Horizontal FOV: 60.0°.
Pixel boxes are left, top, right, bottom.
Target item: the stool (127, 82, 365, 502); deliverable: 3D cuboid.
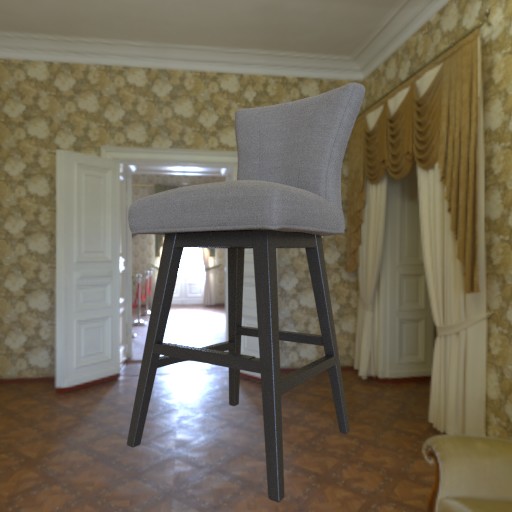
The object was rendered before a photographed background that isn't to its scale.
[{"bbox_3d":[0.000,0.000,1.346,0.514,1.086,0.574,0,0,35],"label":"stool"}]
